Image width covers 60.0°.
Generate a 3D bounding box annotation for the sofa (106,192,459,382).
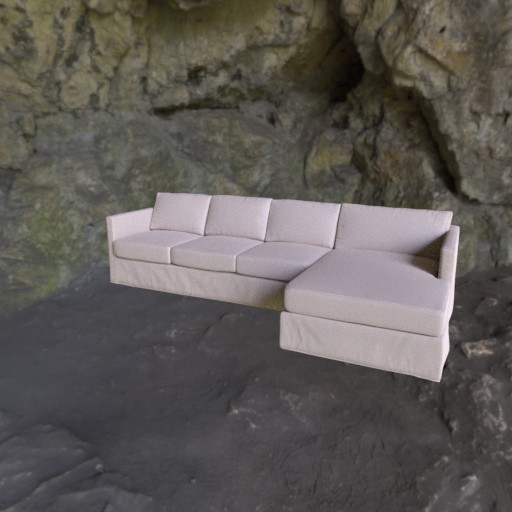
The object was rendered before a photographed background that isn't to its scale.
[{"bbox_3d":[0.000,0.000,3.852,3.206,0.871,1.622,7,16,25],"label":"sofa"}]
